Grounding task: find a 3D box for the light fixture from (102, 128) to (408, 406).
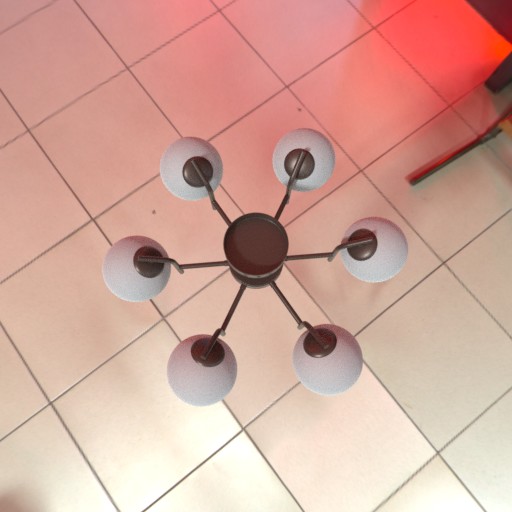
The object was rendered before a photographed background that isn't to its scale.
[{"bbox_3d":[0.000,0.000,0.942,0.662,0.201,0.662,0,76,0],"label":"light fixture"}]
